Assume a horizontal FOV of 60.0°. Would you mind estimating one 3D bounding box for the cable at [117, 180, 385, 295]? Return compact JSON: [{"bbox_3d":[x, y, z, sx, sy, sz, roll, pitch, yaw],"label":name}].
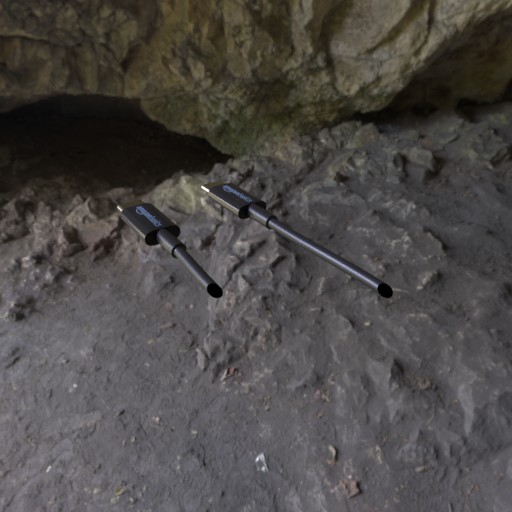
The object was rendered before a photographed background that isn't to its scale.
[{"bbox_3d":[0.000,0.000,0.113,0.041,0.005,0.098,-19,35,-29],"label":"cable"}]
